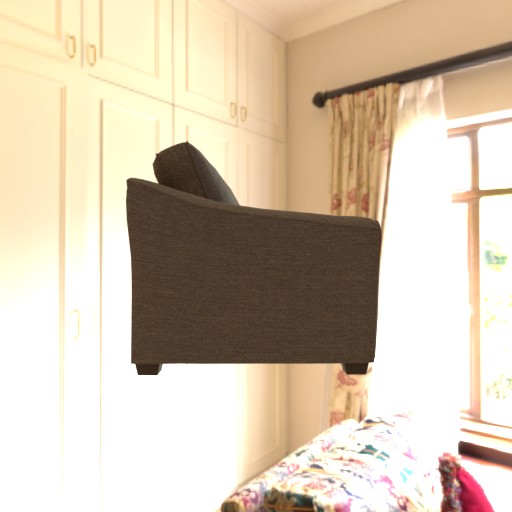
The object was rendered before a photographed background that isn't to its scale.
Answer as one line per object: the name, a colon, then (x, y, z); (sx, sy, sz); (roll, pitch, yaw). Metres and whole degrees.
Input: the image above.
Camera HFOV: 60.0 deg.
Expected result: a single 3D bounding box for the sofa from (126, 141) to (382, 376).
sofa: (0.000, 0.000, 2.735); (0.971, 0.950, 2.270); (0, 0, 0)
